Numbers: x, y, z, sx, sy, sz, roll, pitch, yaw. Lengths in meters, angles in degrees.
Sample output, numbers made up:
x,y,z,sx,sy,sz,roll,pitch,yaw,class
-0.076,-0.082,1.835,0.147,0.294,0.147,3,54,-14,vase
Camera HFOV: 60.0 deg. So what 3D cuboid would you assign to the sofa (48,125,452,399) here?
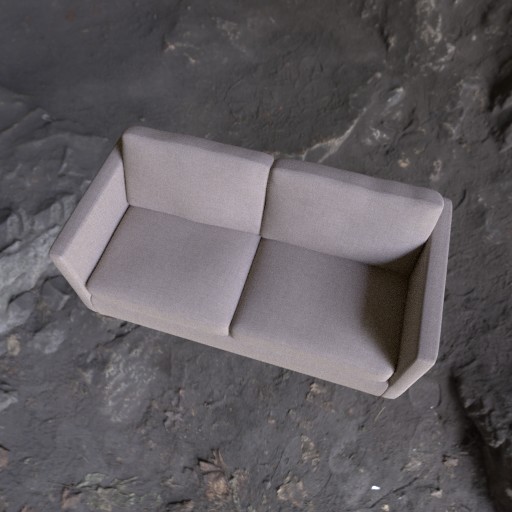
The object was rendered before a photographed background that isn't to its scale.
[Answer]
x,y,z,sx,sy,sz,roll,pitch,yaw,class
0.000,0.000,2.458,1.884,0.947,0.951,15,60,9,sofa
